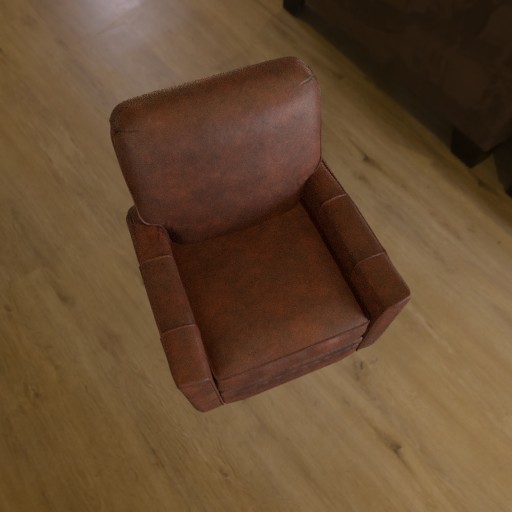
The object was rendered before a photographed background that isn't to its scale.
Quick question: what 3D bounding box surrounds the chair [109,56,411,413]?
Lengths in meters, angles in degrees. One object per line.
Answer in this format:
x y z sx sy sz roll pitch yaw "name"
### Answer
0.000 0.000 1.685 0.843 1.043 0.836 -19 64 -10 "chair"
